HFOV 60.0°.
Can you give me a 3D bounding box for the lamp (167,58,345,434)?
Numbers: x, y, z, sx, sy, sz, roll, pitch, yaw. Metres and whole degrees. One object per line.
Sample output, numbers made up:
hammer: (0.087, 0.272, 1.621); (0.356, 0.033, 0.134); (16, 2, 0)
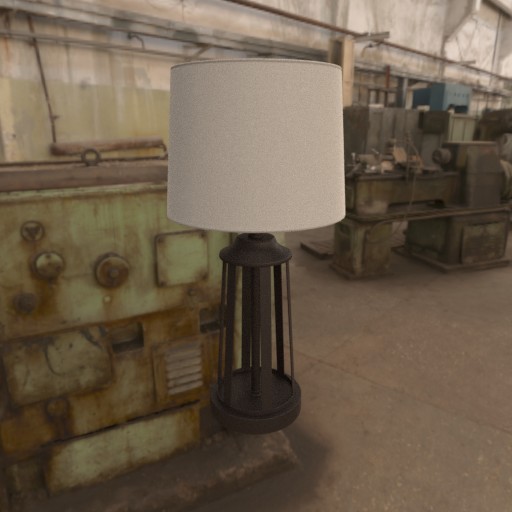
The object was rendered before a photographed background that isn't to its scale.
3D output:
lamp: (0.000, 0.000, 0.654); (0.251, 0.509, 0.251); (0, 17, 0)
